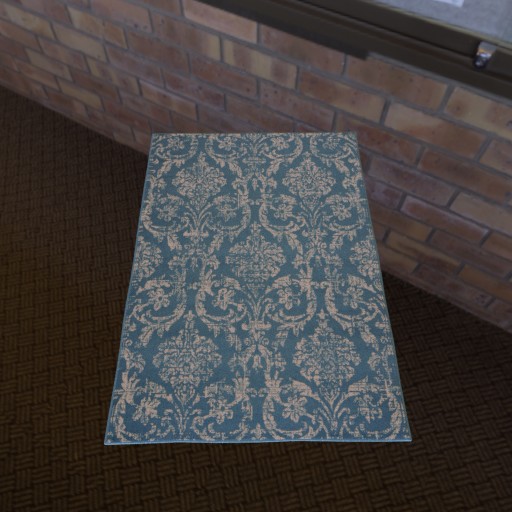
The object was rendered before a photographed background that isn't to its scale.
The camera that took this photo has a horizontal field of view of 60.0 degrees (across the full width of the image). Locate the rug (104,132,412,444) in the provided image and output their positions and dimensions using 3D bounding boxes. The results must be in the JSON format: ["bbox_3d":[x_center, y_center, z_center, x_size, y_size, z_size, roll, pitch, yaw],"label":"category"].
[{"bbox_3d":[0.000,0.000,2.808,1.554,0.012,2.205,-1,59,0],"label":"rug"}]
